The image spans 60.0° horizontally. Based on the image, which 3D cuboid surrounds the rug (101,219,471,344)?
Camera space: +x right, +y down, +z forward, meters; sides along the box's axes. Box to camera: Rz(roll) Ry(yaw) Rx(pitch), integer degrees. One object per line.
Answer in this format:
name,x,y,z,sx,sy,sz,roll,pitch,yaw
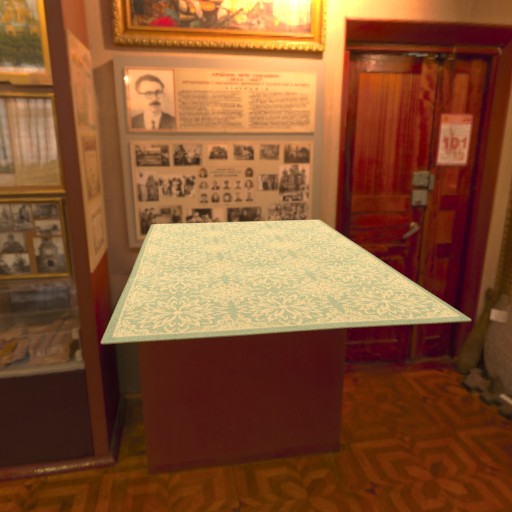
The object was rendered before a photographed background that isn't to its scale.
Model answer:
rug,0.000,0.000,3.435,1.819,0.018,2.746,-2,15,-8
